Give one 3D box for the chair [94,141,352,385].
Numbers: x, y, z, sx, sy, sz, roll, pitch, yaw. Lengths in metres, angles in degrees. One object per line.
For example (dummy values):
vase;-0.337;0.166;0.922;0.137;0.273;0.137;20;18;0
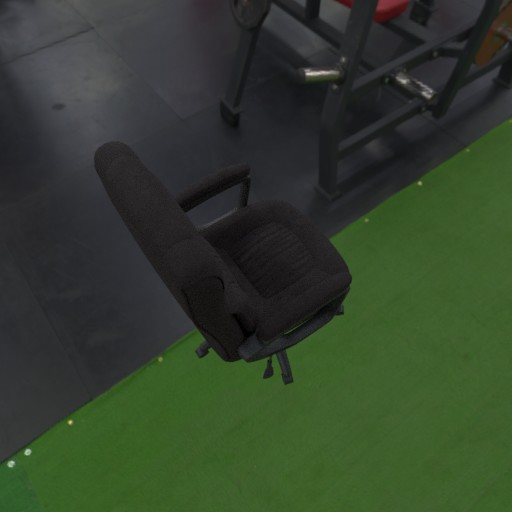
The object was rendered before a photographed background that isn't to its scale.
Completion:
chair;0.000;0.000;1.570;0.724;1.105;0.667;-31;63;-17
